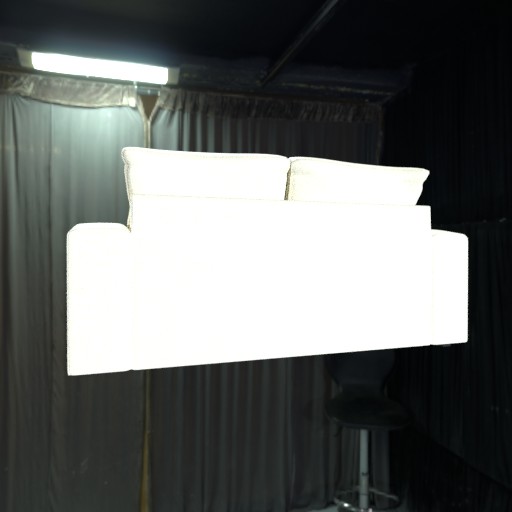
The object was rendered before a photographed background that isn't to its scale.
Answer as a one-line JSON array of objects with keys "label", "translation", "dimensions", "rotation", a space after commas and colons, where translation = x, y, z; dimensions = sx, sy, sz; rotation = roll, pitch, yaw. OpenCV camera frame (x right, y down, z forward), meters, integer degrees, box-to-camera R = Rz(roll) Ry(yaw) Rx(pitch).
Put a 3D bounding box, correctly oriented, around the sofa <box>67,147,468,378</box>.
[{"label": "sofa", "translation": [0.000, 0.000, 2.322], "dimensions": [1.754, 0.875, 1.091], "rotation": [0, 1, -19]}]
